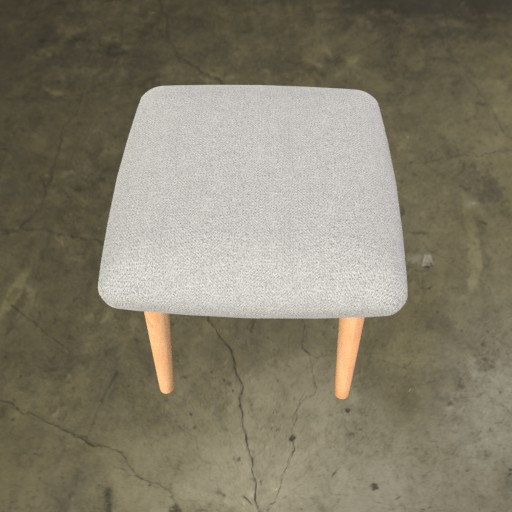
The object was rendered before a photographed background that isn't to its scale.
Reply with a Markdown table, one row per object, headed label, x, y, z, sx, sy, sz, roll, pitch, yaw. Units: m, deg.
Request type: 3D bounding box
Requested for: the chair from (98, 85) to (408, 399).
| label | x | y | z | sx | sy | sz | roll | pitch | yaw |
| --- | --- | --- | --- | --- | --- | --- | --- | --- | --- |
| chair | 0.000 | 0.000 | 0.705 | 0.350 | 0.440 | 0.350 | 1 | 60 | 1 |
